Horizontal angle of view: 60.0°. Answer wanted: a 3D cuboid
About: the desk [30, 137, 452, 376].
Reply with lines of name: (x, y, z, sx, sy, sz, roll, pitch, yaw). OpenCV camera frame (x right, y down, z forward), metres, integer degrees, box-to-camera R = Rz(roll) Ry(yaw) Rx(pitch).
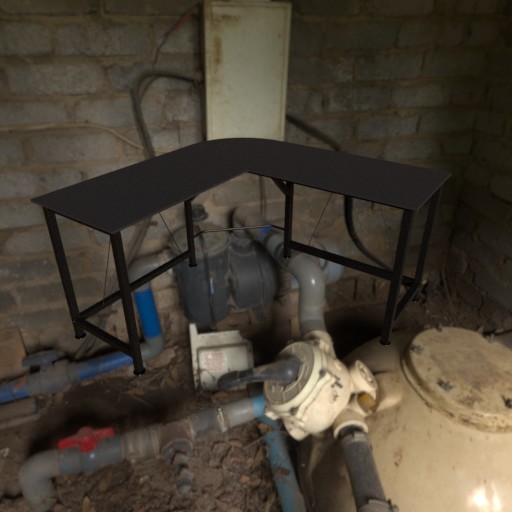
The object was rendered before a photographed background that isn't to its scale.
desk: (0.000, 0.000, 2.250, 1.400, 0.762, 1.400, 19, 35, 30)
